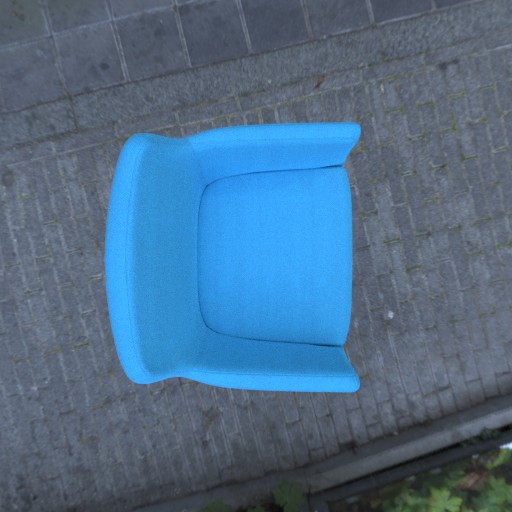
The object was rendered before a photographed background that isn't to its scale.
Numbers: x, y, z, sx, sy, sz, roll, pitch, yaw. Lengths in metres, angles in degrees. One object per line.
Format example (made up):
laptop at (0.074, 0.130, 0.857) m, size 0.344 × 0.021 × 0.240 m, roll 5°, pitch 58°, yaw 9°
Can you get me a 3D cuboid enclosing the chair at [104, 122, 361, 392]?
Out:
chair at (0.000, 0.000, 1.169) m, size 0.540 × 0.780 × 0.570 m, roll 0°, pitch 91°, yaw 0°
